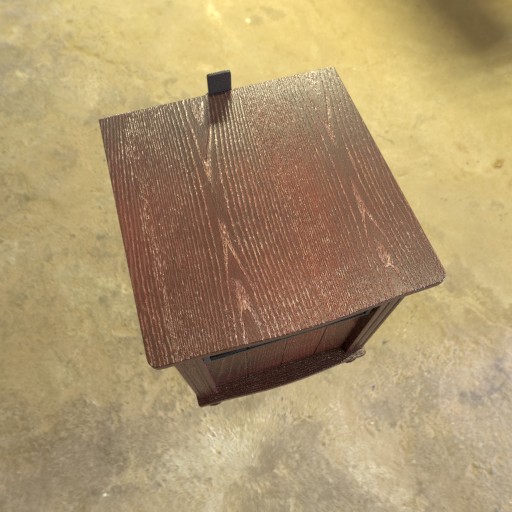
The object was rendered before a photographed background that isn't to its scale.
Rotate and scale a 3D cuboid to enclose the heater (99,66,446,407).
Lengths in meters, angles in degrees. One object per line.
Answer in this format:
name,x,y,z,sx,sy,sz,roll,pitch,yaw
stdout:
heater,0.000,0.000,0.767,0.362,0.481,0.400,-16,65,-7
